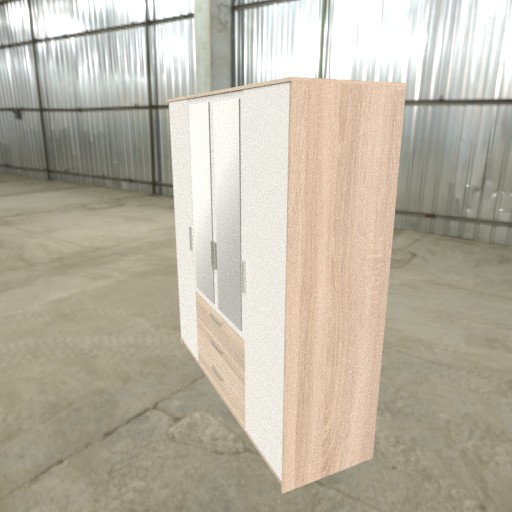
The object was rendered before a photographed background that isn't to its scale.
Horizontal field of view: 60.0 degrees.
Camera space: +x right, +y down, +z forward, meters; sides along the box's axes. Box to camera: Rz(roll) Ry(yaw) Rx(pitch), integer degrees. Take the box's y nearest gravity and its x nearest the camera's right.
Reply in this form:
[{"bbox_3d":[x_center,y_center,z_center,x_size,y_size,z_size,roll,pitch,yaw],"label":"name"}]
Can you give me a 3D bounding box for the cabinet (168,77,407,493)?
[{"bbox_3d":[0.000,0.000,2.984,0.620,2.060,1.870,-8,18,-25],"label":"cabinet"}]
